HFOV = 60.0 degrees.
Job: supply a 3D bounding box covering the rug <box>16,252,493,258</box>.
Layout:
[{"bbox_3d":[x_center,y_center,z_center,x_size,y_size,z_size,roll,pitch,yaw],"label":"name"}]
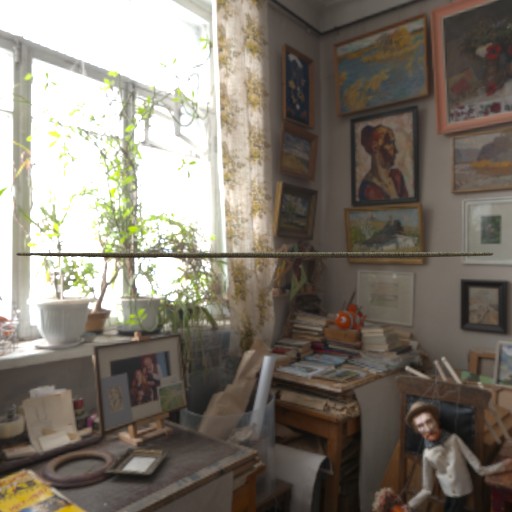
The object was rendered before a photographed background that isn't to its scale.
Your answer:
[{"bbox_3d":[0.000,0.000,2.323,1.846,0.014,1.243,0,-1,1],"label":"rug"}]
